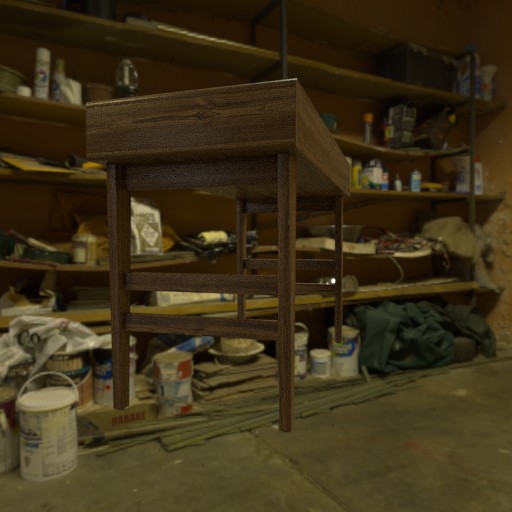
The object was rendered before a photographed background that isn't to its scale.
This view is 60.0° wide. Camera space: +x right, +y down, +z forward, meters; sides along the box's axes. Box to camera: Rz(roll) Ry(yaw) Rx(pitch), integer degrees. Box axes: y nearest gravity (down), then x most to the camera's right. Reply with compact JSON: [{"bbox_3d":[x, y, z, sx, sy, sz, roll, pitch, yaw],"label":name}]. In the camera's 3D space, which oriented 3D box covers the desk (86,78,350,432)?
[{"bbox_3d":[0.000,0.000,1.484,0.508,0.755,1.067,1,2,18],"label":"desk"}]
